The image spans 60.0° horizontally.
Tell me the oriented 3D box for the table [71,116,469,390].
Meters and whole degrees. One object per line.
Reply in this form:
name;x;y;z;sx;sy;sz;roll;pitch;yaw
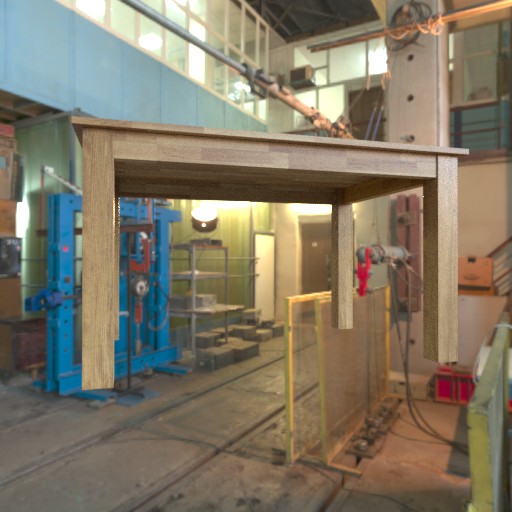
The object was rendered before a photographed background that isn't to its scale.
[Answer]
table;0.000;0.000;1.809;1.300;0.750;0.900;0;0;-16
